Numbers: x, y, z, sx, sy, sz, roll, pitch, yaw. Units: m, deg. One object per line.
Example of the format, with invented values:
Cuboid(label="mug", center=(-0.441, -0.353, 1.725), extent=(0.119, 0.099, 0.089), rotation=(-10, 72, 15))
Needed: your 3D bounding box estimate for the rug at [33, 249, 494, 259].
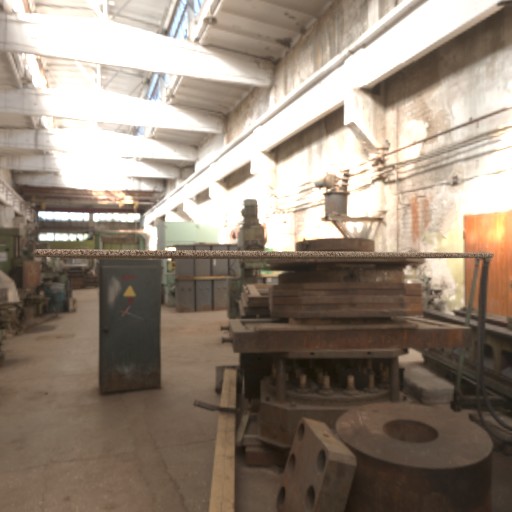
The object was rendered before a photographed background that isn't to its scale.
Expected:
Cuboid(label="rug", center=(0.000, 0.000, 2.924), extent=(2.438, 0.030, 1.524), rotation=(0, -1, -18))
